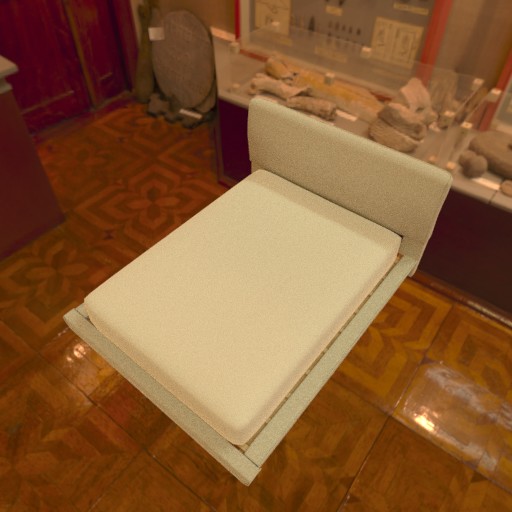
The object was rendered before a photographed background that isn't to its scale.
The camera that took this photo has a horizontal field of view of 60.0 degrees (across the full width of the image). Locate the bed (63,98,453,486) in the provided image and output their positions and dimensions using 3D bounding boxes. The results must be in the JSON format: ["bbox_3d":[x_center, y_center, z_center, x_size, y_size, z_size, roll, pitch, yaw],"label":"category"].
[{"bbox_3d":[0.000,0.000,3.337,1.840,1.067,2.368,31,54,25],"label":"bed"}]
